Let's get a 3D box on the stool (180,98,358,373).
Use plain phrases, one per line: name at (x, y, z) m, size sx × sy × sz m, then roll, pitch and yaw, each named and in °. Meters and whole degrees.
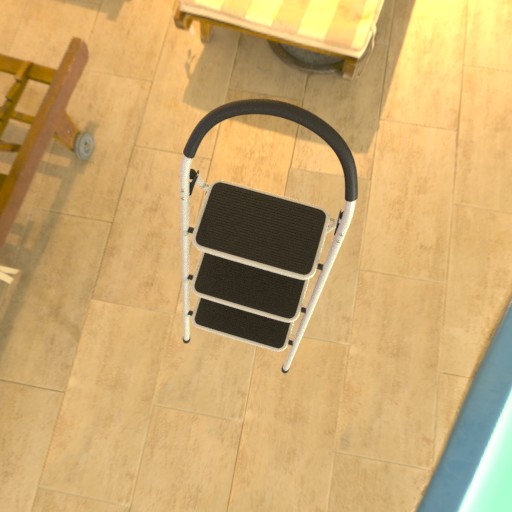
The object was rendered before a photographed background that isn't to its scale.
stool at (0.000, 0.000, 1.497) m, size 0.485 × 1.109 × 0.676 m, roll 16°, pitch 76°, yaw 4°
